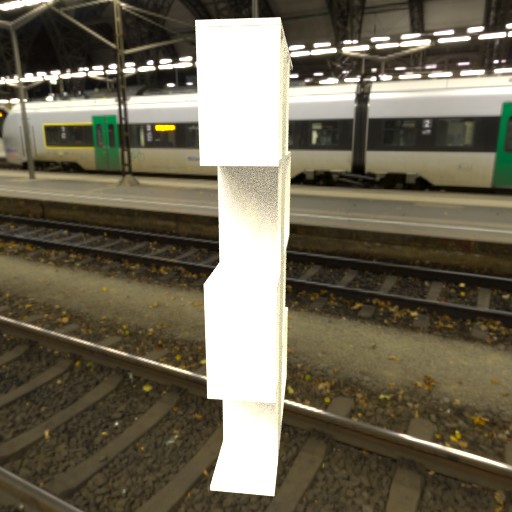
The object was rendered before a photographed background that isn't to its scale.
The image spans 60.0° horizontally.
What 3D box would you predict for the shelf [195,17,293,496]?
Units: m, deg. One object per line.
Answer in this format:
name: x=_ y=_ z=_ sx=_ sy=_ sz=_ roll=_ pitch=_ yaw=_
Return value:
shelf: x=0.000 y=0.000 z=1.917 sx=0.250 sy=1.650 sz=0.890 roll=2 pitch=15 yaw=7
